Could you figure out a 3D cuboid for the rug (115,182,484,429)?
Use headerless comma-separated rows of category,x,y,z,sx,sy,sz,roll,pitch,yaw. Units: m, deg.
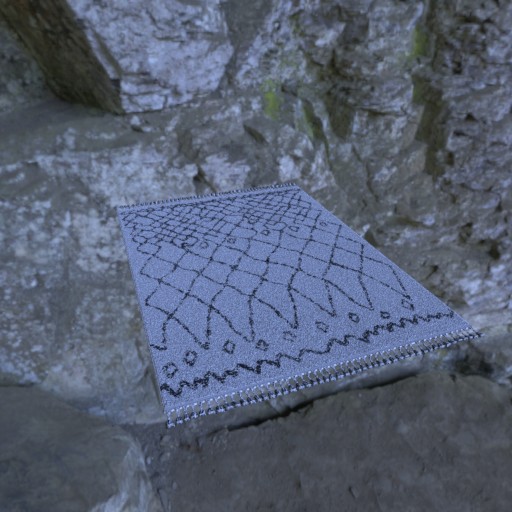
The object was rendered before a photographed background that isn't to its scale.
rug,0.000,0.000,2.929,1.613,0.017,2.312,-10,31,-18
